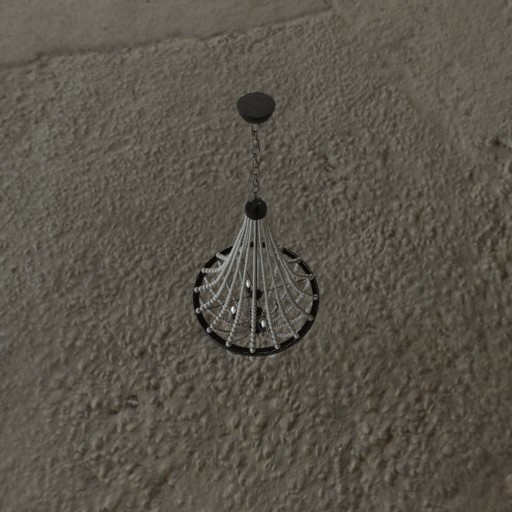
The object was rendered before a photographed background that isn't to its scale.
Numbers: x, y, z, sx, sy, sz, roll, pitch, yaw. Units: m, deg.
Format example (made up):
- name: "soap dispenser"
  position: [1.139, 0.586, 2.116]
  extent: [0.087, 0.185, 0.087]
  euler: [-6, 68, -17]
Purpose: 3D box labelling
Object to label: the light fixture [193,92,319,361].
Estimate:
- name: "light fixture"
  position: [0.000, 0.000, 1.365]
  extent: [0.450, 1.133, 0.450]
  euler: [0, 58, 0]
